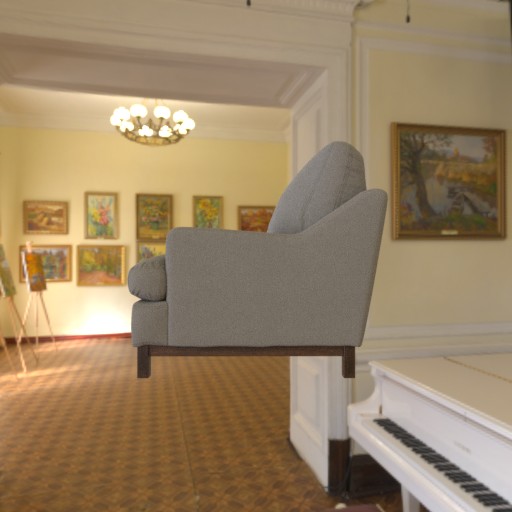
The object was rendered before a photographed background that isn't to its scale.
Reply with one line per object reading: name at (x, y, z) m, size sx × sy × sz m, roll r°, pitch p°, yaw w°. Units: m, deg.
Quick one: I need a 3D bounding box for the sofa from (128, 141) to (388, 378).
sofa at (0.000, 0.000, 2.799) m, size 0.987 × 0.926 × 2.344 m, roll 0°, pitch 0°, yaw 0°
